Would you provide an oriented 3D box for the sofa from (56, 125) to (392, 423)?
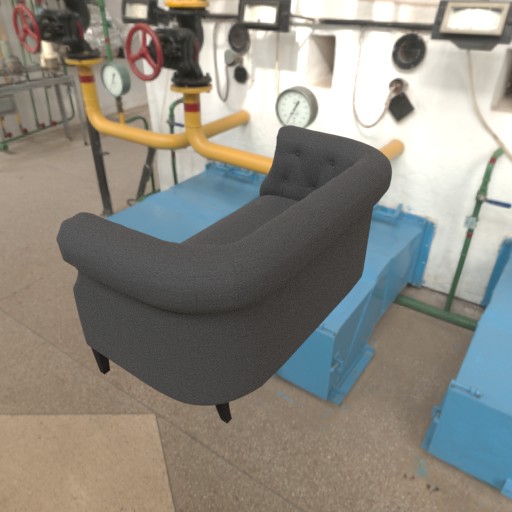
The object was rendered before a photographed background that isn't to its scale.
[{"bbox_3d":[0.000,0.000,2.082,0.835,0.827,1.558,21,38,30],"label":"sofa"}]
